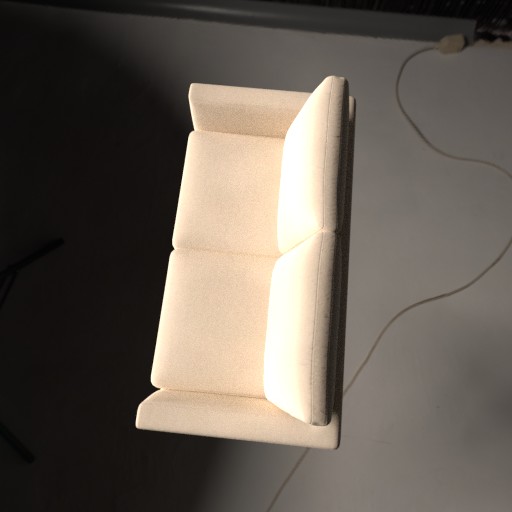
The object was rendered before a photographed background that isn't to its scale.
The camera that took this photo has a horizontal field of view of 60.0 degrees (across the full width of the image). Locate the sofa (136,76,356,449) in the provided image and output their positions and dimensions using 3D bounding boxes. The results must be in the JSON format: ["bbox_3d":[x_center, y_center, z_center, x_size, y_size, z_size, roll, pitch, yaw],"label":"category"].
[{"bbox_3d":[0.000,0.000,2.306,0.906,0.995,1.739,6,75,2],"label":"sofa"}]
